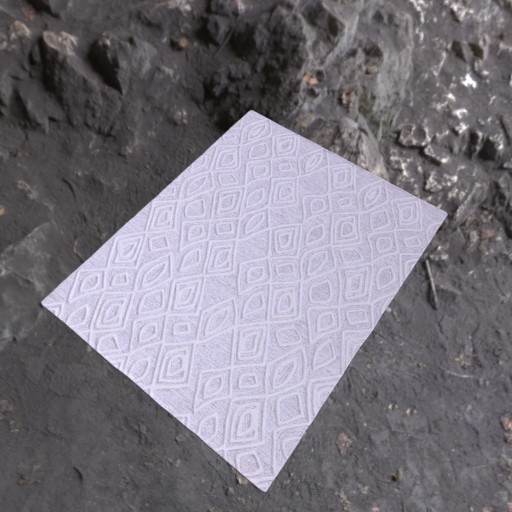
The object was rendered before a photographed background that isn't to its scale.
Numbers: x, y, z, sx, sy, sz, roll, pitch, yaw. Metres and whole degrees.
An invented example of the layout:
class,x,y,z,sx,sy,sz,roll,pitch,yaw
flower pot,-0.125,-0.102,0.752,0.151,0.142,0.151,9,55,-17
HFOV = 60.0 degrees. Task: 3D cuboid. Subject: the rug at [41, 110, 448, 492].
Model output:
class,x,y,z,sx,sy,sz,roll,pitch,yaw
rug,0.000,0.000,4.113,2.449,0.025,3.049,33,65,18
